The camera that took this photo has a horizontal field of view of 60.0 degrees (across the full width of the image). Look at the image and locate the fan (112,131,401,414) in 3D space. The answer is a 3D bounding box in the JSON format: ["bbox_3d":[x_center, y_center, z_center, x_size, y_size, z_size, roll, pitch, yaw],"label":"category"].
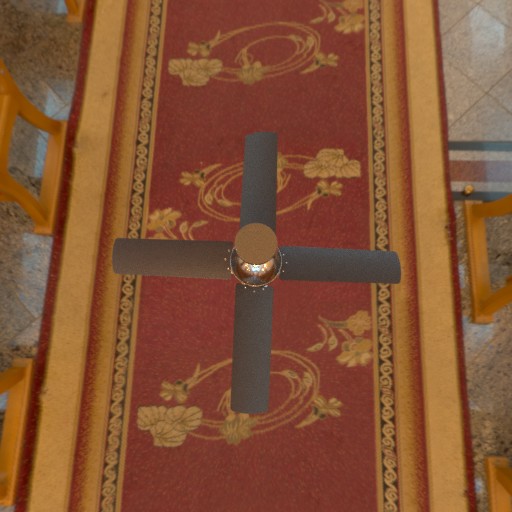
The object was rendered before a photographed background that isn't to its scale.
[{"bbox_3d":[0.000,0.000,1.952,1.332,0.403,1.332,2,75,1],"label":"fan"}]
